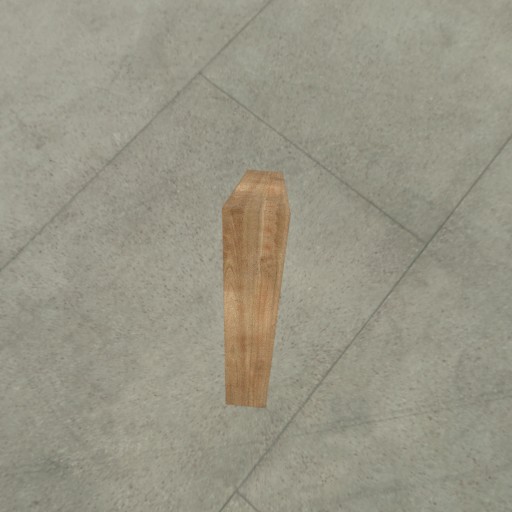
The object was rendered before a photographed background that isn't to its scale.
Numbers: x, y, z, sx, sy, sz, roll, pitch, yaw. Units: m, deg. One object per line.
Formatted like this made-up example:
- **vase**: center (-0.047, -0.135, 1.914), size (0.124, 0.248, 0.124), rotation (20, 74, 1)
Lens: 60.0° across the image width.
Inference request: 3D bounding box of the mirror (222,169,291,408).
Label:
- **mirror**: center (0.000, 0.000, 0.903), size (0.100, 0.548, 0.631), rotation (5, 76, 1)
